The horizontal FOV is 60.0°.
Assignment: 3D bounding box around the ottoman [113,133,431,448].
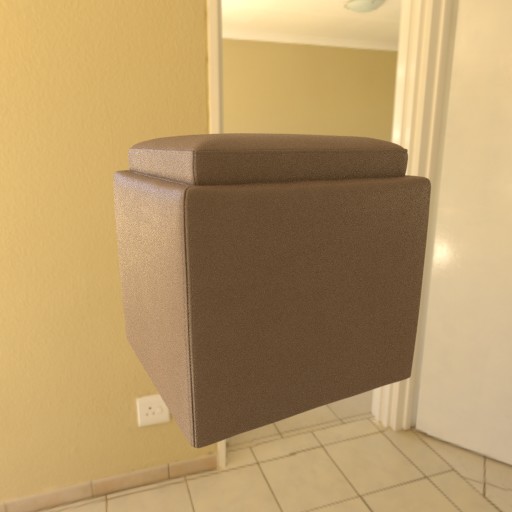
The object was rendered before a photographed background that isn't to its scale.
[{"bbox_3d":[0.000,0.000,0.863,0.451,0.460,0.450,-8,16,-27],"label":"ottoman"}]
